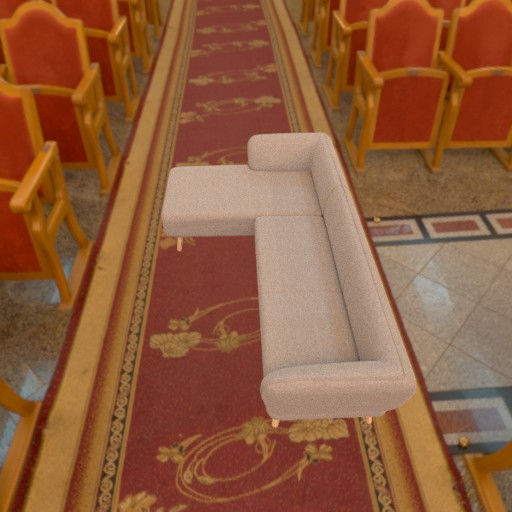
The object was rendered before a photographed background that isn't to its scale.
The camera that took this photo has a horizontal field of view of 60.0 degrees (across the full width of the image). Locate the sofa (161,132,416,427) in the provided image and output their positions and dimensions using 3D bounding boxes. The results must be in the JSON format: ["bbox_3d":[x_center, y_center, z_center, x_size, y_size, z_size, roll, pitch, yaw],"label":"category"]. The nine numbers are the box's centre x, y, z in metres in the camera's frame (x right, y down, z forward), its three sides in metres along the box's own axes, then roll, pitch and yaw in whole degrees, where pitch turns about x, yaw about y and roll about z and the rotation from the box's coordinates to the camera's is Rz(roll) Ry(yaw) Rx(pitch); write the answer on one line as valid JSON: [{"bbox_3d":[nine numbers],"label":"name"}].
[{"bbox_3d":[0.000,0.000,3.341,1.532,0.693,2.653,-2,42,-2],"label":"sofa"}]
